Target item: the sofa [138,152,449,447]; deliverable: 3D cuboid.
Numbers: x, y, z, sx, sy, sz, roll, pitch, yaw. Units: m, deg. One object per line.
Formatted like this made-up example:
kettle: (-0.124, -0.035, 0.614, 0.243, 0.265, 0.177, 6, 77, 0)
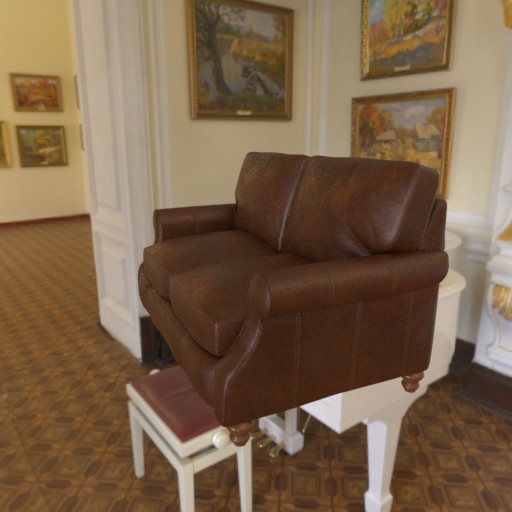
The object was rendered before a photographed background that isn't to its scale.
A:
sofa: (0.000, 0.000, 2.208, 0.990, 0.976, 1.616, -7, 16, -24)
